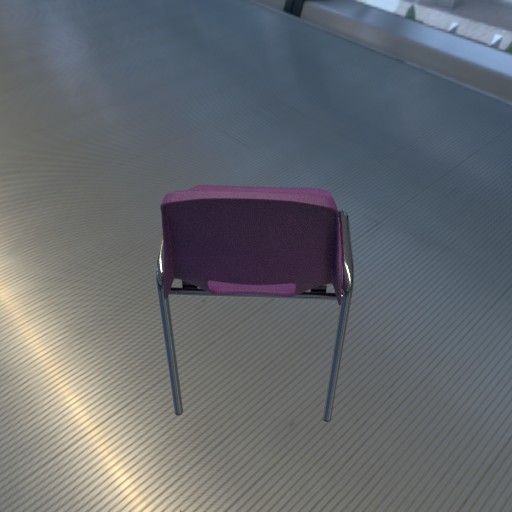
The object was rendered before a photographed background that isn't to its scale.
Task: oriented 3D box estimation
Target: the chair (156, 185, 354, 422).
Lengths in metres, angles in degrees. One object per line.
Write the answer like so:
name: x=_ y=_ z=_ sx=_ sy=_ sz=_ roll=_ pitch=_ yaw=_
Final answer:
chair: x=0.000 y=0.000 z=0.902 sx=0.381 sy=0.654 sz=0.432 roll=2 pitch=46 yaw=2
